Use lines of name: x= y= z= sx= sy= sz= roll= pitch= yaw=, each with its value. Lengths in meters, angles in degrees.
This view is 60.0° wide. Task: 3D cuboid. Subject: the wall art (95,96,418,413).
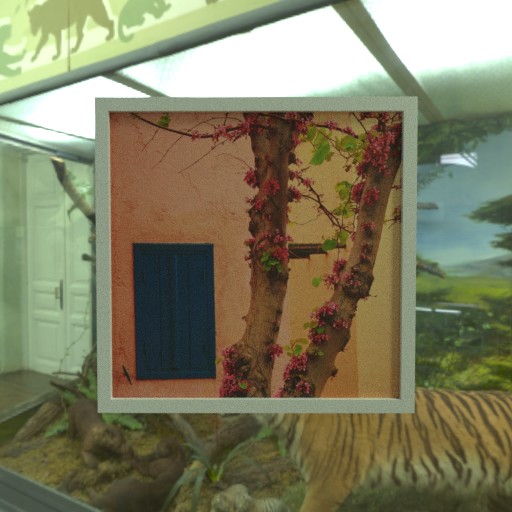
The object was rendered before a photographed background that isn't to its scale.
wall art: x=0.000 y=0.000 z=0.441 sx=0.305 sy=0.302 sz=0.038 roll=0 pitch=2 yaw=0
